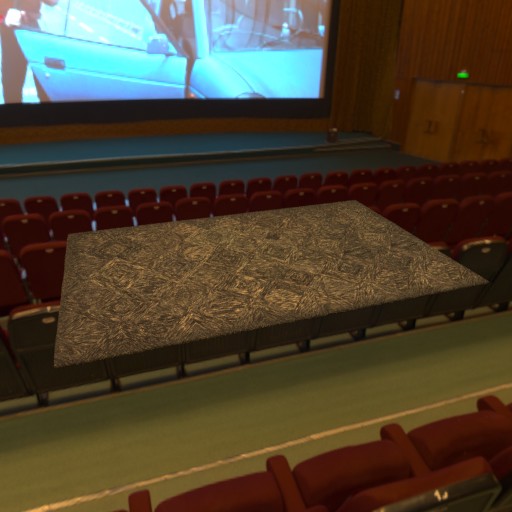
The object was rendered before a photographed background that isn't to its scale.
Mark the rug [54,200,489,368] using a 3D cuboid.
[{"bbox_3d":[0.000,0.000,2.149,1.754,0.010,1.139,-8,27,-17],"label":"rug"}]
